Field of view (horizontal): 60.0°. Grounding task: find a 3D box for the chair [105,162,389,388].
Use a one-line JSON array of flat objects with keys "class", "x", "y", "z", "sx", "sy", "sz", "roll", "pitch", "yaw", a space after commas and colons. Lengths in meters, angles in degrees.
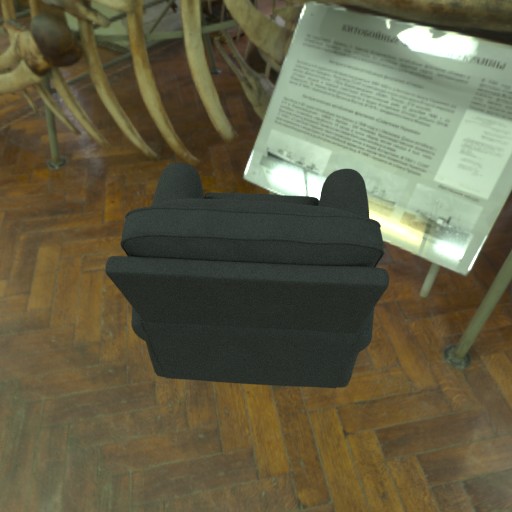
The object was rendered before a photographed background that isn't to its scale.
[{"class": "chair", "x": 0.000, "y": 0.000, "z": 1.673, "sx": 0.890, "sy": 0.961, "sz": 0.878, "roll": 3, "pitch": 47, "yaw": 3}]
